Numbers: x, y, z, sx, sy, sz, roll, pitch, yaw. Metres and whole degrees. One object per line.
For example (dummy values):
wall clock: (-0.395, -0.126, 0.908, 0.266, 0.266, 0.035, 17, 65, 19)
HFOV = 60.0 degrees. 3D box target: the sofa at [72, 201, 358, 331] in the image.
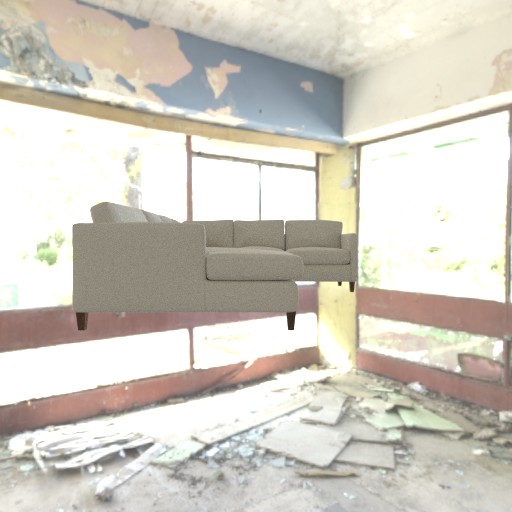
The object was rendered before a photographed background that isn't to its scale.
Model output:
sofa: (0.000, 0.000, 4.756, 2.593, 0.956, 3.459, 0, 2, 0)
